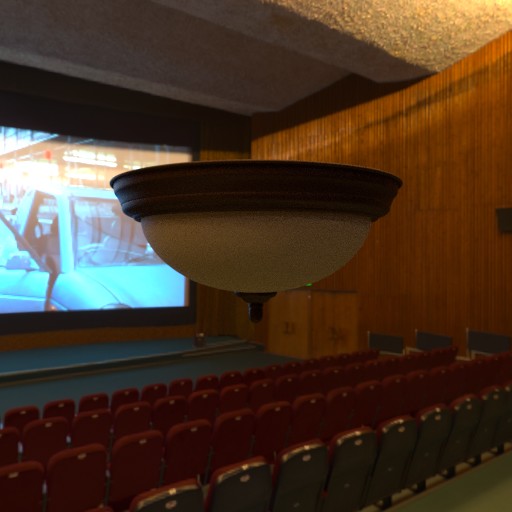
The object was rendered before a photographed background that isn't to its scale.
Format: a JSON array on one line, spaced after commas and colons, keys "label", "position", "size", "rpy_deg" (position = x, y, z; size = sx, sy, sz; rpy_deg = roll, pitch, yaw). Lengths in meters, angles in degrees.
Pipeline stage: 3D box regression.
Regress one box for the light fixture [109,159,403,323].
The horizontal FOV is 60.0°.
[{"label": "light fixture", "position": [0.000, 0.000, 0.445], "size": [0.280, 0.135, 0.280], "rpy_deg": [0, 0, 0]}]
